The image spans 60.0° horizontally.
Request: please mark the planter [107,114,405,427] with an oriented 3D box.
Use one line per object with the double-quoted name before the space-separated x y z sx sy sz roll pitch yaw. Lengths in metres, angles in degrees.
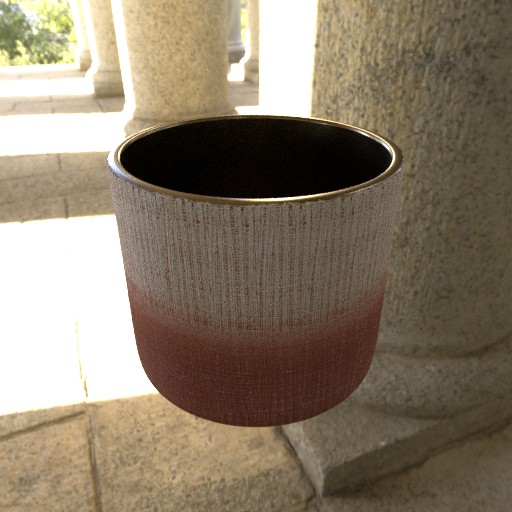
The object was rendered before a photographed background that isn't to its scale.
"planter" 0.000 0.000 0.438 0.254 0.221 0.254 0 30 0
